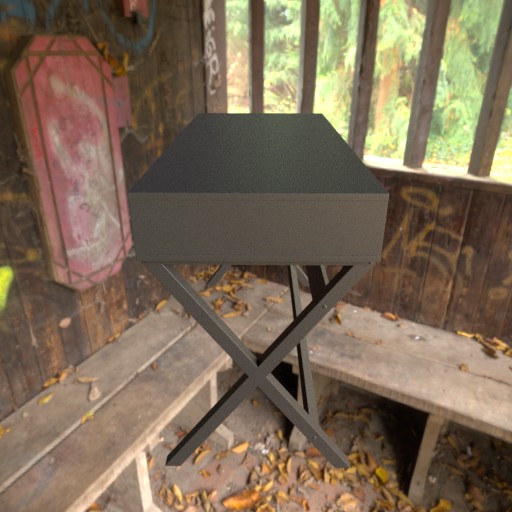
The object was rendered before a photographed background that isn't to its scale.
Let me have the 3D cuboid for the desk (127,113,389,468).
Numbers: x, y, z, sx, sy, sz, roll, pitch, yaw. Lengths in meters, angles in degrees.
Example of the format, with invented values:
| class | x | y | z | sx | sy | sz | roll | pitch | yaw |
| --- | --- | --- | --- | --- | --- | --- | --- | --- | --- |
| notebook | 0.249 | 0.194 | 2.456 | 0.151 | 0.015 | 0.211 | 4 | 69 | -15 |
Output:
| class | x | y | z | sx | sy | sz | roll | pitch | yaw |
| --- | --- | --- | --- | --- | --- | --- | --- | --- | --- |
| desk | 0.000 | 0.000 | 1.498 | 0.525 | 0.780 | 1.057 | 0 | 26 | 1 |
